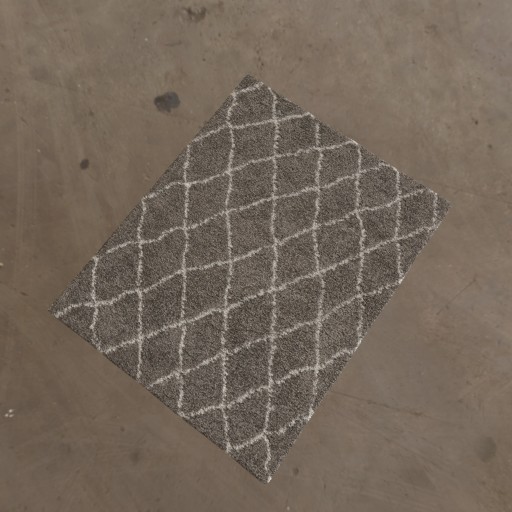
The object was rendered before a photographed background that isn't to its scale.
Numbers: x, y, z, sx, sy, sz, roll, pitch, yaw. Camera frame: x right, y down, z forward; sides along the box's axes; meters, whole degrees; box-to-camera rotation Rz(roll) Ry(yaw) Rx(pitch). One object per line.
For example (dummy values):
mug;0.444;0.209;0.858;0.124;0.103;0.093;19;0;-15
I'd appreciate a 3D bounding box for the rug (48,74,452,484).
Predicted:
rug;0.000;0.000;4.119;2.438;0.029;3.047;35;79;8
